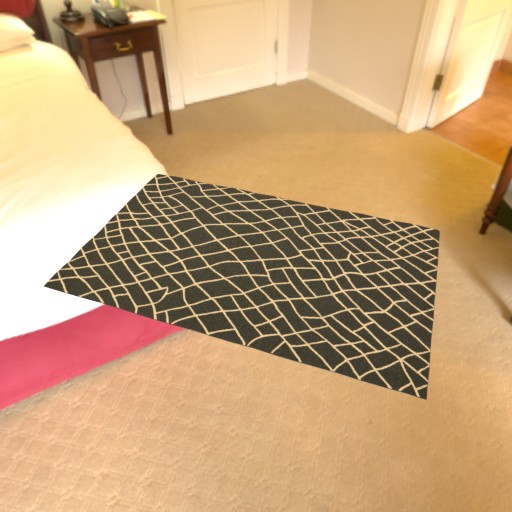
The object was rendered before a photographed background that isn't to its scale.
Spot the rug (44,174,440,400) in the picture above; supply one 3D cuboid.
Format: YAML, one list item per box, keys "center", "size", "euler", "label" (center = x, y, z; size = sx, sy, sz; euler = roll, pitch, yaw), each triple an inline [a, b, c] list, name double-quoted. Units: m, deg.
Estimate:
- center: [0.000, 0.000, 3.161]
  size: [2.448, 0.017, 1.529]
  euler: [13, 43, 15]
  label: "rug"
